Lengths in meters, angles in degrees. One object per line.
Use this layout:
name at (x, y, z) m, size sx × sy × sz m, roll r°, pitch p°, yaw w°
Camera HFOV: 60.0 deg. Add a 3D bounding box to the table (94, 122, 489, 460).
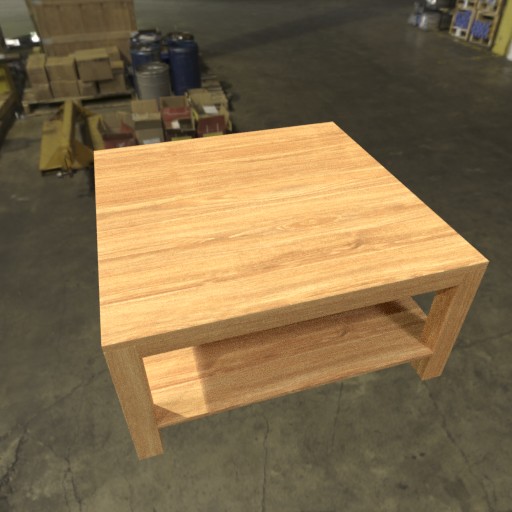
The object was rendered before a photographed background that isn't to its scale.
table at (0.000, 0.000, 1.440) m, size 0.900 × 0.450 × 0.900 m, roll -11°, pitch 40°, yaw -13°
